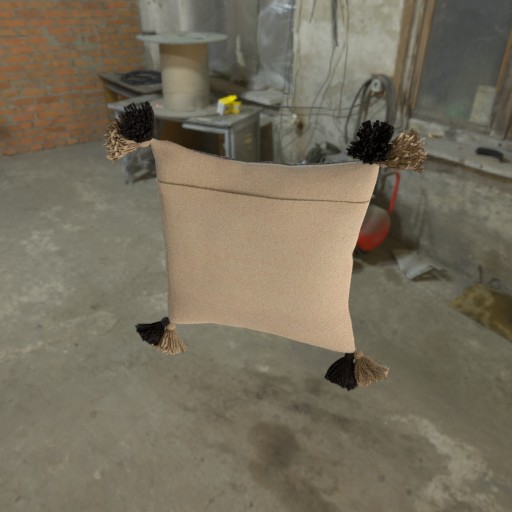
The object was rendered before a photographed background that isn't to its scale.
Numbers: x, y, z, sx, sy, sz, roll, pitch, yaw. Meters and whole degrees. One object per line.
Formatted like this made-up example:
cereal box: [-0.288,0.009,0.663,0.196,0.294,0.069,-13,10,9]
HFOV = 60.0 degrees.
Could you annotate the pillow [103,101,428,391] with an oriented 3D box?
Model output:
pillow: [0.000,0.000,0.991,0.654,0.659,0.170,8,32,14]
